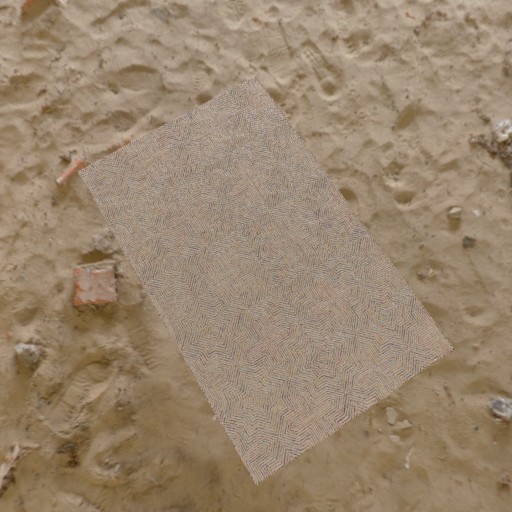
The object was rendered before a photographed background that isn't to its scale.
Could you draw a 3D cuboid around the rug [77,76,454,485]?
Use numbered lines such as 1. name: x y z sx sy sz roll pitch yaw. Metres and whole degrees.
1. rug: 0.000 0.000 3.031 1.519 0.007 2.428 -31 77 -8
